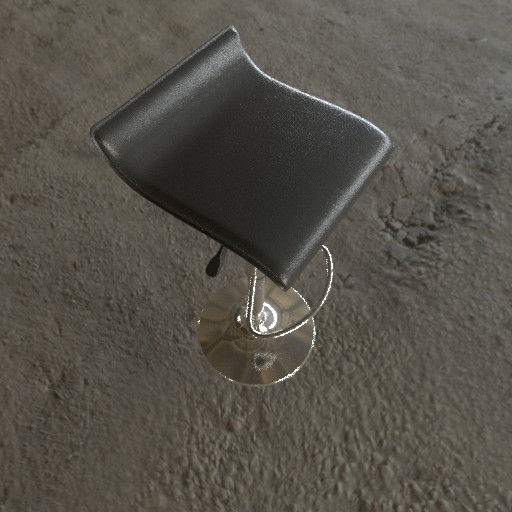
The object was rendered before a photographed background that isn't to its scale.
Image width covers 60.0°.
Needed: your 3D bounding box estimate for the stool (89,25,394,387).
[{"bbox_3d":[0.000,0.000,1.068,0.381,0.851,0.381,31,62,18],"label":"stool"}]
